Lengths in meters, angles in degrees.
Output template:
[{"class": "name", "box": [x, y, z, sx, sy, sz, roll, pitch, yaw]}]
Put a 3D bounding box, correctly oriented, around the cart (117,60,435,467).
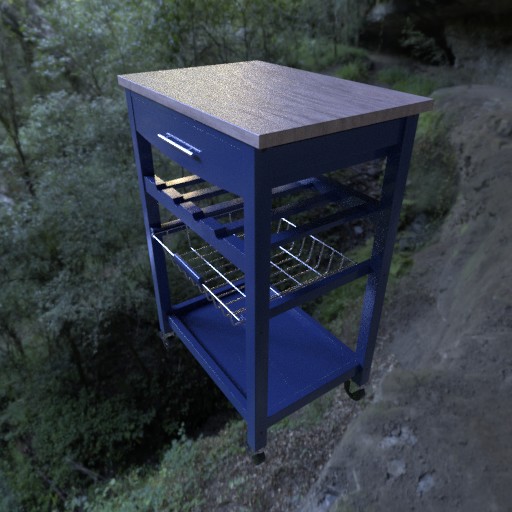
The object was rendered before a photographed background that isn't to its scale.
[{"class": "cart", "box": [0.000, 0.000, 1.148, 0.403, 0.839, 0.584, -20, 37, -29]}]
